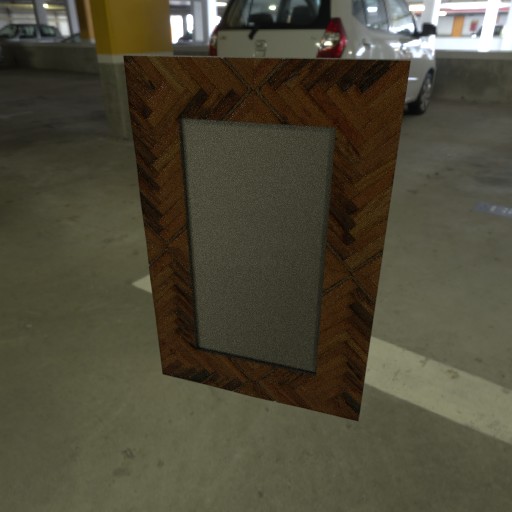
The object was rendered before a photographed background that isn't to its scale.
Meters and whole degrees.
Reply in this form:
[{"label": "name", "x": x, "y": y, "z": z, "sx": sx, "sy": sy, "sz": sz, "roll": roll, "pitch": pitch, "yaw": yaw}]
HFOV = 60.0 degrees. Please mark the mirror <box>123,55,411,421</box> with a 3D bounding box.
[{"label": "mirror", "x": 0.000, "y": 0.000, "z": 1.114, "sx": 0.606, "sy": 0.912, "sz": 0.044, "roll": 8, "pitch": 28, "yaw": 16}]
